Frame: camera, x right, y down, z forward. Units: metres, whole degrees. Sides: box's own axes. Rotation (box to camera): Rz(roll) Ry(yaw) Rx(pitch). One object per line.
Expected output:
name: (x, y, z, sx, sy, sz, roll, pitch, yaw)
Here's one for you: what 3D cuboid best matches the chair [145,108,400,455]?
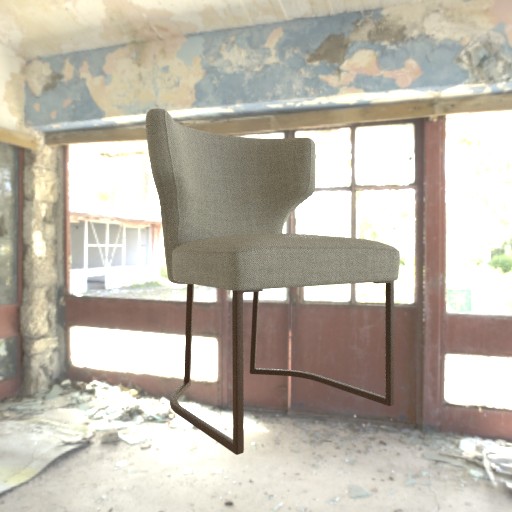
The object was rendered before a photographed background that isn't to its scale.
chair: (0.000, 0.000, 1.305, 0.611, 0.824, 0.617, -1, 1, -36)
